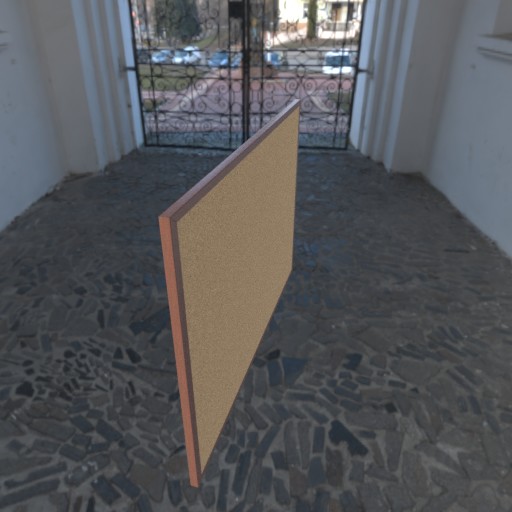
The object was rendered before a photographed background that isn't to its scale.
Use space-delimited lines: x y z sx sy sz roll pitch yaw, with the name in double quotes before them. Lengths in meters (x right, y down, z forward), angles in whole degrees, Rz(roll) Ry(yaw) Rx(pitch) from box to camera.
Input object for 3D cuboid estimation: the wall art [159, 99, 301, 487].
"wall art" 0.000 0.000 0.843 0.014 0.455 0.660 9 31 14
